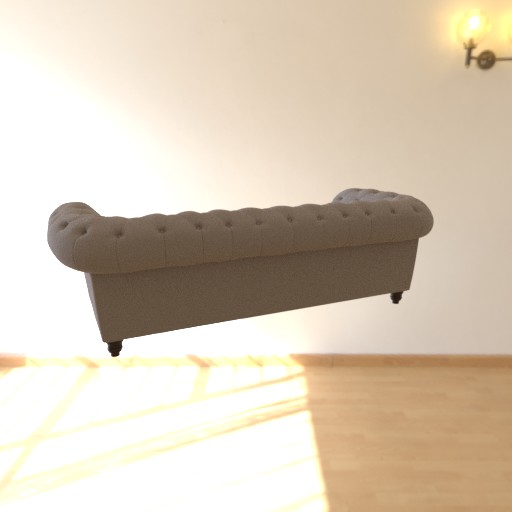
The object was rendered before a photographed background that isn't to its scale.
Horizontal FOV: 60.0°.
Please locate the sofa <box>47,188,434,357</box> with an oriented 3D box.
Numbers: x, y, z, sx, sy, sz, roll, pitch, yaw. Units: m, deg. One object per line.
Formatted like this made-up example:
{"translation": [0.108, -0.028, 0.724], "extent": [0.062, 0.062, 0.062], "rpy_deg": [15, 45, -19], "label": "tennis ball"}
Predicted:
{"translation": [0.000, 0.000, 2.864], "extent": [2.411, 0.749, 0.991], "rpy_deg": [-6, 15, -24], "label": "sofa"}
